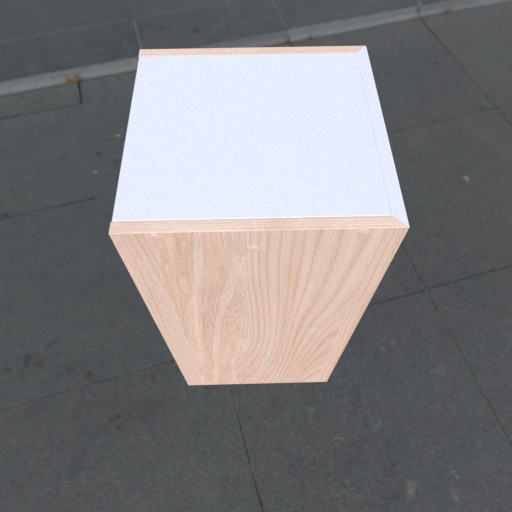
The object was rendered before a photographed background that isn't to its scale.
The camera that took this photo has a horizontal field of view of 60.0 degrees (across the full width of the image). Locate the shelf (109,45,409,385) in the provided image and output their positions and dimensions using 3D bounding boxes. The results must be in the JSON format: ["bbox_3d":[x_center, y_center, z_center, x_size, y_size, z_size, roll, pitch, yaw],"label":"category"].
[{"bbox_3d":[0.000,0.000,0.765,0.297,0.594,0.290,-1,60,-1],"label":"shelf"}]
